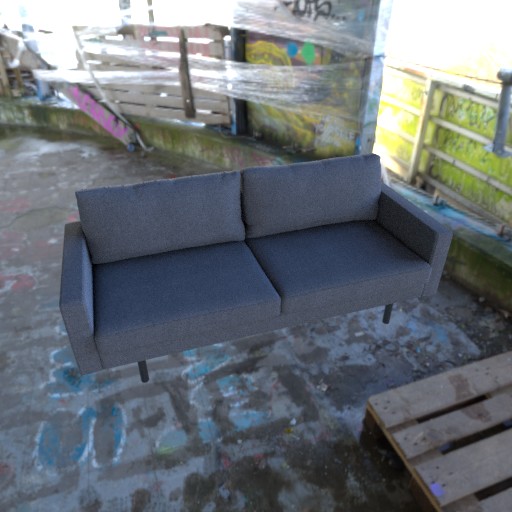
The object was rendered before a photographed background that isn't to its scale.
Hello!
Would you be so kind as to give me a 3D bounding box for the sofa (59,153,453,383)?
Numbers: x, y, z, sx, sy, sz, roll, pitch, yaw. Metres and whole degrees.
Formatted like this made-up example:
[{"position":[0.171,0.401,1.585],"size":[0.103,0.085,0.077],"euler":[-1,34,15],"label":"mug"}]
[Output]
[{"position":[0.000,0.000,2.652],"size":[2.100,0.880,0.880],"euler":[-10,34,-15],"label":"sofa"}]
